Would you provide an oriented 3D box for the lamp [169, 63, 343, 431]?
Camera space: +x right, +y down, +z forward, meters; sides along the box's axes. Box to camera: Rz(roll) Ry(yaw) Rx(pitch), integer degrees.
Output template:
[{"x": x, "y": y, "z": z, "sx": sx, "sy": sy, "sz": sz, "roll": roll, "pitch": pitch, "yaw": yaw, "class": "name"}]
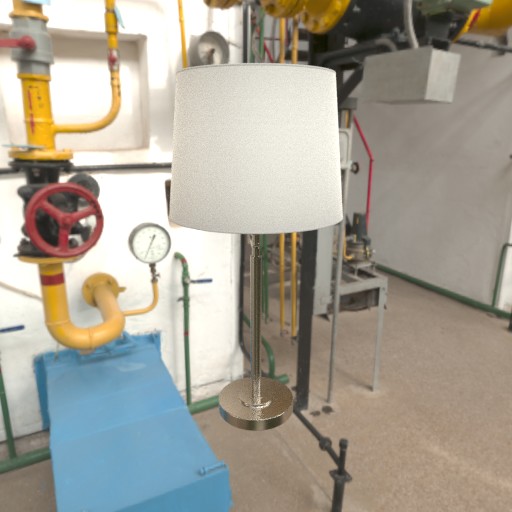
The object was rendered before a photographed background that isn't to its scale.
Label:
[{"x": 0.000, "y": 0.000, "z": 0.885, "sx": 0.333, "sy": 0.696, "sz": 0.333, "roll": 0, "pitch": 16, "yaw": 0, "class": "lamp"}]
